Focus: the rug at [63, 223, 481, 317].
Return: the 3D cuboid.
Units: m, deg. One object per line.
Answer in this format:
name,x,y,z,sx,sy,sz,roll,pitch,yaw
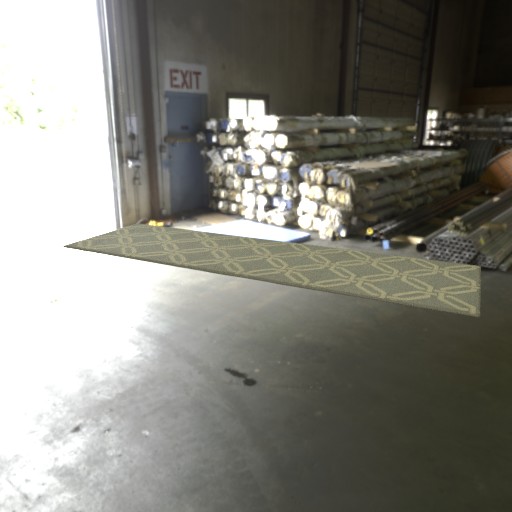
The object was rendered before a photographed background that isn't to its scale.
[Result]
rug,0.000,0.000,2.494,2.276,0.014,0.678,8,19,25
